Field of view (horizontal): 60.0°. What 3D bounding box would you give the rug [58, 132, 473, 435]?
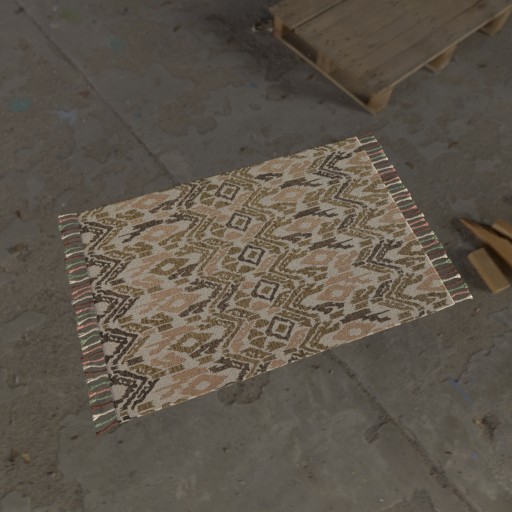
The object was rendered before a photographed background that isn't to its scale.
[{"bbox_3d":[0.000,0.000,2.967,2.438,0.008,1.524,-17,64,-9],"label":"rug"}]
